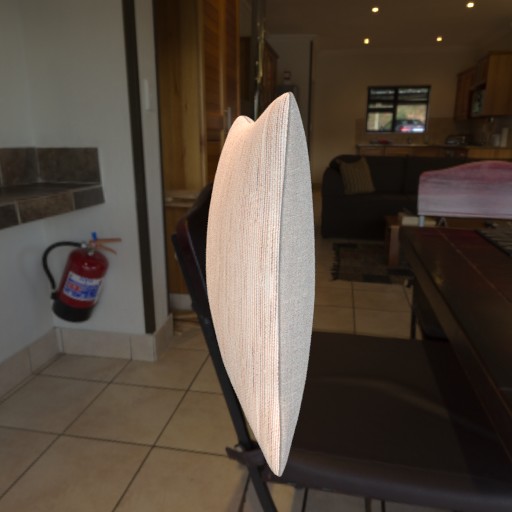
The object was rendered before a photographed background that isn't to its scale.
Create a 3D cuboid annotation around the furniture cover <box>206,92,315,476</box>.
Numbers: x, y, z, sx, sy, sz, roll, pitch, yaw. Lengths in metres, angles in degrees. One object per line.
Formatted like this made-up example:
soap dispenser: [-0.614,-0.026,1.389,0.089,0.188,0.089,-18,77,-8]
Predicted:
furniture cover: [0.000,0.000,0.795,0.178,0.506,0.512,-2,15,-8]
